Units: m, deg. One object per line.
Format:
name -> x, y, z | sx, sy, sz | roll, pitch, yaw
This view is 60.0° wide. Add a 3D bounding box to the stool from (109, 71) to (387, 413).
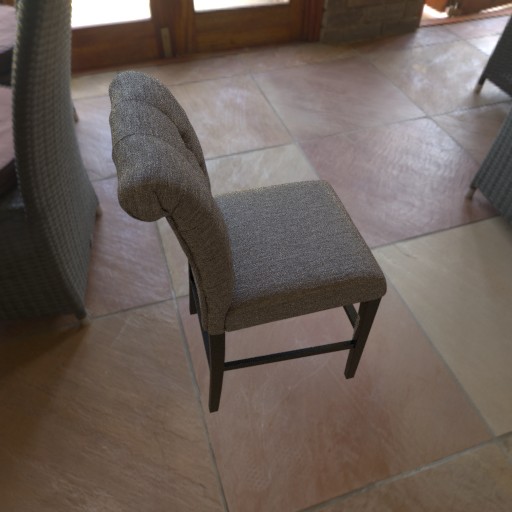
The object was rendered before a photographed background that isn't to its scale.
stool -> 0.000, 0.000, 1.277 | 0.611, 0.970, 0.457 | -11, 49, -10
